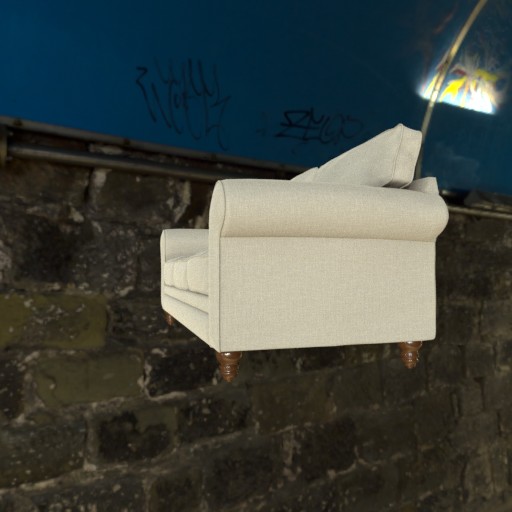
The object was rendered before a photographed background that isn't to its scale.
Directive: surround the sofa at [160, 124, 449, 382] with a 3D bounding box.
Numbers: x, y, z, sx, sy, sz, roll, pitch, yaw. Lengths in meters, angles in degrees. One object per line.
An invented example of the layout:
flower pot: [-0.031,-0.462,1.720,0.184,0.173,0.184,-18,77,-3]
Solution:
sofa: [0.000,0.000,2.539,0.916,0.961,2.084,1,-2,-17]
